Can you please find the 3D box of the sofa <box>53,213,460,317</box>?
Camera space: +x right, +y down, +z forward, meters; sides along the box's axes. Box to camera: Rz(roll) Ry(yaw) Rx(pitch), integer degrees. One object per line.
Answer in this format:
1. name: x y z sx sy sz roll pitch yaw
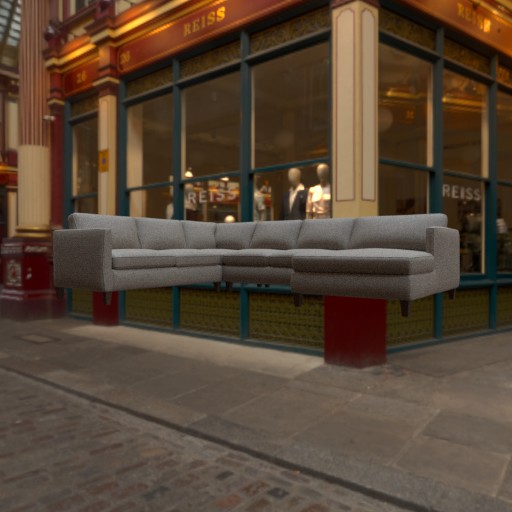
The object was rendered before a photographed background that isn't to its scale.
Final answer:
1. sofa: 0.000 0.000 4.554 3.403 0.889 2.551 1 1 37
